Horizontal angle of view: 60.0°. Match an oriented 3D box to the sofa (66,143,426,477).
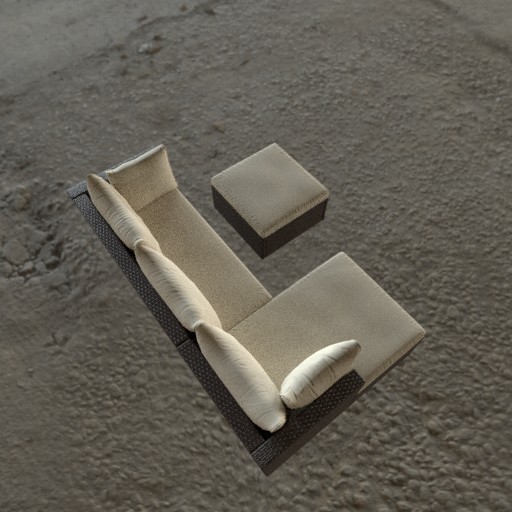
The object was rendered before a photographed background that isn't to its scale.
[{"bbox_3d":[0.000,0.000,3.040,1.612,0.766,2.192,-33,64,-19],"label":"sofa"}]
